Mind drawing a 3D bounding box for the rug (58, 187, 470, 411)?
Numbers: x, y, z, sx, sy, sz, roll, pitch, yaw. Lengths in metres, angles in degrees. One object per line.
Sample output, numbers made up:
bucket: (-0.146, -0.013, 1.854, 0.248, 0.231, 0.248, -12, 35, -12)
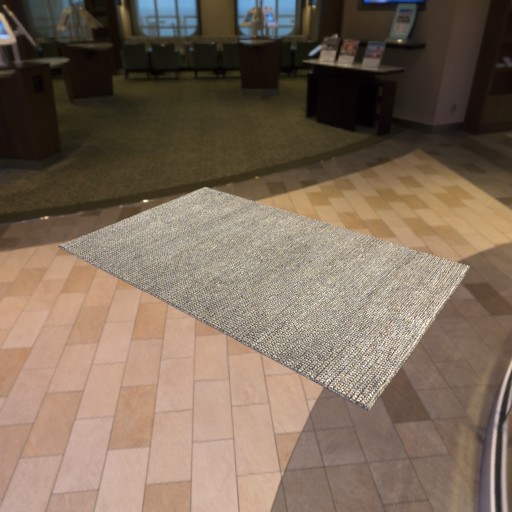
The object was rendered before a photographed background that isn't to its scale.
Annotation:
rug: (0.000, 0.000, 3.077, 2.443, 0.021, 1.538, 21, 35, 32)
